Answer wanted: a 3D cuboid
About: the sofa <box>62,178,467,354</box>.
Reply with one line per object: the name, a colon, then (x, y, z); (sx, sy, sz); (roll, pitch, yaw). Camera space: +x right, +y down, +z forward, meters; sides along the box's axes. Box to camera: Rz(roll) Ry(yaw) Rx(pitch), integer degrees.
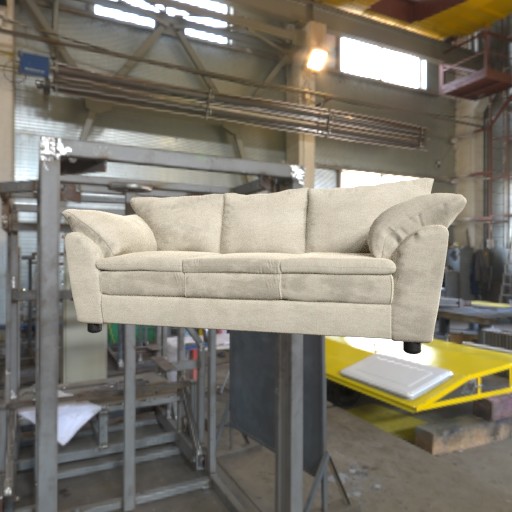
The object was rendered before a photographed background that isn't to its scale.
sofa: (0.000, 0.000, 2.852); (2.377, 0.981, 0.893); (0, 0, 18)
